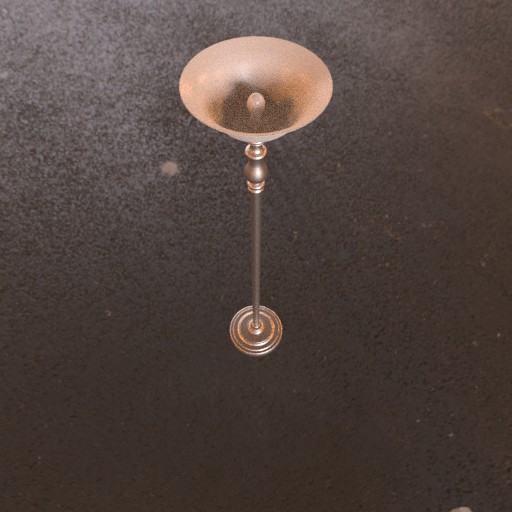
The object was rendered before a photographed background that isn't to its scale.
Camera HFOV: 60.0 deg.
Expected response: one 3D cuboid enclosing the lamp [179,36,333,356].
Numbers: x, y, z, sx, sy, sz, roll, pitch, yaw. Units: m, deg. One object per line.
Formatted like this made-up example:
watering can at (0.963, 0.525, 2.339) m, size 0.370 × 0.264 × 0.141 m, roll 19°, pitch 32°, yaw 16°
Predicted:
lamp at (0.000, 0.000, 1.928) m, size 0.405 × 1.771 × 0.405 m, roll 14°, pitch 60°, yaw 9°
